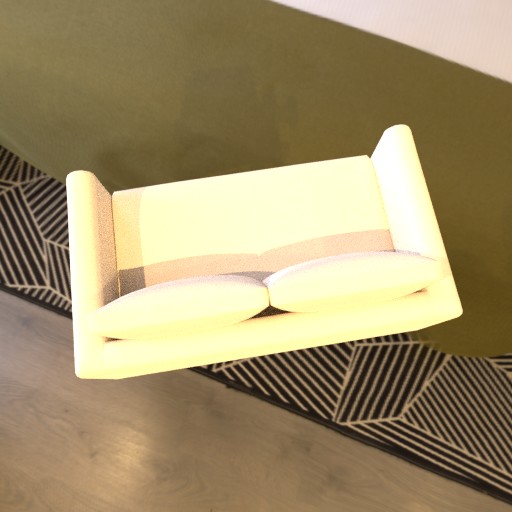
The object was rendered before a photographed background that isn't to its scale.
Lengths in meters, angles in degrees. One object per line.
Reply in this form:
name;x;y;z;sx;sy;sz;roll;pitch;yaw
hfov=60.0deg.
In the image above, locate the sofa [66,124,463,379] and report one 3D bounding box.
sofa;0.000;0.000;2.122;1.598;0.873;0.905;-9;74;-2
